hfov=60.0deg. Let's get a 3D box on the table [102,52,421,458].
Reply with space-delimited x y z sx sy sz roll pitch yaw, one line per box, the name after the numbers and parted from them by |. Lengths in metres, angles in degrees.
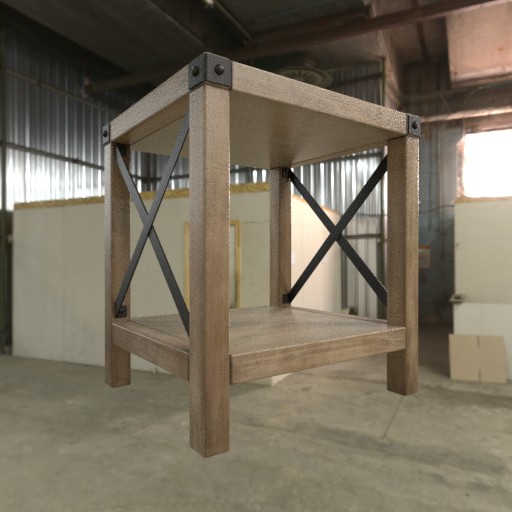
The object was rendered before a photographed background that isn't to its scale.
0.000 0.000 0.924 0.510 0.561 0.459 0 0 -36 | table
